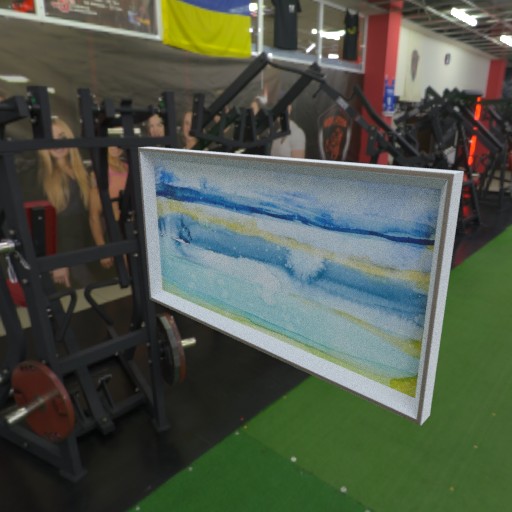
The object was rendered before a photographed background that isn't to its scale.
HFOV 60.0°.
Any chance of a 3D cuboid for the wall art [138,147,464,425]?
[{"bbox_3d":[0.000,0.000,0.977,0.812,0.431,0.038,16,23,41],"label":"wall art"}]
